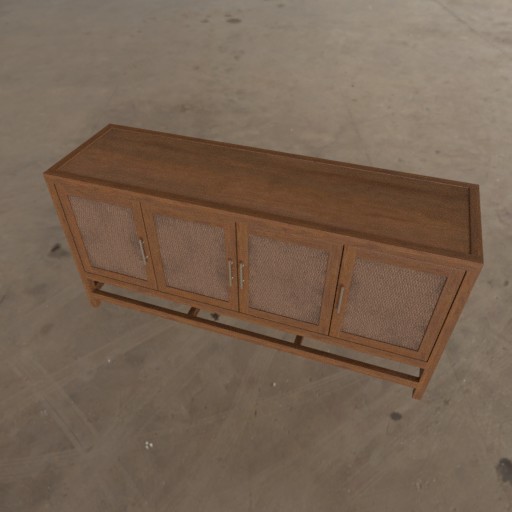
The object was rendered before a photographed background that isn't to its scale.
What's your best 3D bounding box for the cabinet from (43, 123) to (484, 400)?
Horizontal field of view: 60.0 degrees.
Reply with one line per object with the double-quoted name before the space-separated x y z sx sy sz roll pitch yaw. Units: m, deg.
"cabinet" 0.000 0.000 2.067 1.708 0.820 0.522 13 43 14
